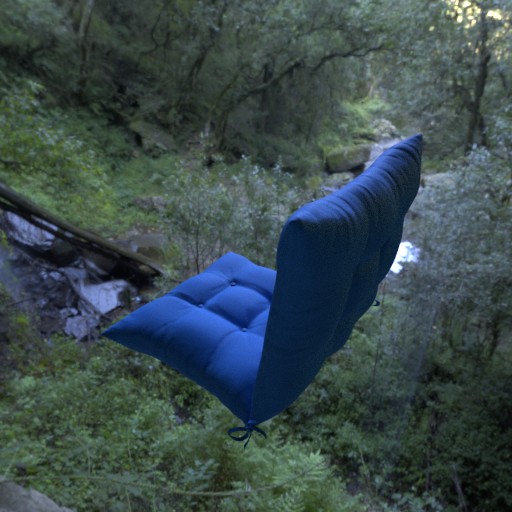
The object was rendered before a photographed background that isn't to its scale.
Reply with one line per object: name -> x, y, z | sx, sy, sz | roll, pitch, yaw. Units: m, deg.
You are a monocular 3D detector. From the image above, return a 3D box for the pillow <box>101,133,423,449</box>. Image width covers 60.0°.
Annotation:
pillow -> 0.000, 0.000, 1.010 | 0.585, 0.536, 0.541 | 21, 38, 31
